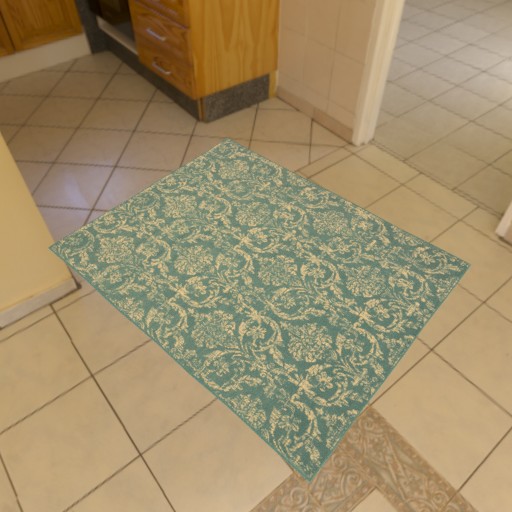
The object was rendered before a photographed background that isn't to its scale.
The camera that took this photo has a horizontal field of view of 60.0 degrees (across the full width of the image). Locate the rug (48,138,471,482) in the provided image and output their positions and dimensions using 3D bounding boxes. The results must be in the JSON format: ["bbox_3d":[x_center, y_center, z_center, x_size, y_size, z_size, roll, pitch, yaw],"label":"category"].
[{"bbox_3d":[0.000,0.000,3.975,2.980,0.012,2.363,33,56,26],"label":"rug"}]
